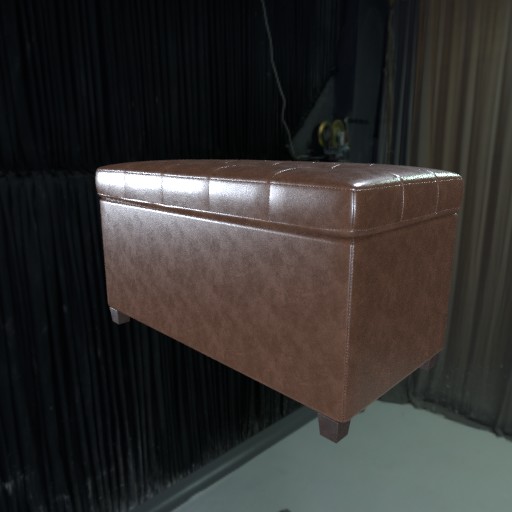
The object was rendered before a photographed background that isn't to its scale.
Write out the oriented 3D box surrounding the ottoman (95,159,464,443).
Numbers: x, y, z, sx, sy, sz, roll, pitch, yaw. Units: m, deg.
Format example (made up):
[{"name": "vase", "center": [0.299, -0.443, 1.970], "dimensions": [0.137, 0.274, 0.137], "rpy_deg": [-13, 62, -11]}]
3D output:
[{"name": "ottoman", "center": [0.000, 0.000, 1.124], "dimensions": [0.838, 0.470, 0.432], "rpy_deg": [13, 19, 43]}]
